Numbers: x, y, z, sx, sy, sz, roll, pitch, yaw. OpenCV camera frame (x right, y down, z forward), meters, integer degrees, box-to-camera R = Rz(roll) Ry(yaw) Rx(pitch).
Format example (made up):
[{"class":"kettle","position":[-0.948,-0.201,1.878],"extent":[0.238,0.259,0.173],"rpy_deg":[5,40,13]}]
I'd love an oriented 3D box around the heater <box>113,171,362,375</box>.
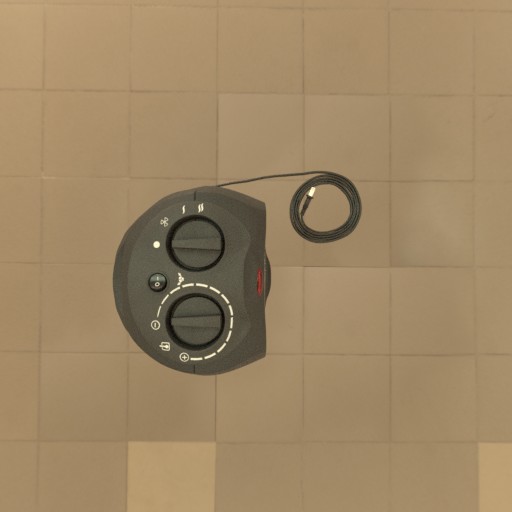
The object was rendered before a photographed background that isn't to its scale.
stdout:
[{"class":"heater","position":[0.000,0.000,0.477],"extent":[0.291,0.255,0.239],"rpy_deg":[0,88,-1]}]
